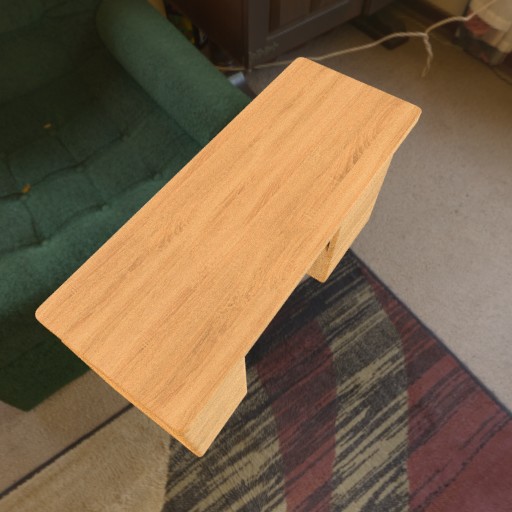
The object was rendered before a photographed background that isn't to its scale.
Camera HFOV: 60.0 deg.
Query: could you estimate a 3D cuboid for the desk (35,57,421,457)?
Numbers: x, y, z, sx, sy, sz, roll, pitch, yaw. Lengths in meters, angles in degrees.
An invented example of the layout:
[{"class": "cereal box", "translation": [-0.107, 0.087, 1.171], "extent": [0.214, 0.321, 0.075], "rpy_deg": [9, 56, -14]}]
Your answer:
[{"class": "desk", "translation": [0.000, 0.000, 1.774], "extent": [0.550, 0.760, 1.400], "rpy_deg": [31, 64, 17]}]
